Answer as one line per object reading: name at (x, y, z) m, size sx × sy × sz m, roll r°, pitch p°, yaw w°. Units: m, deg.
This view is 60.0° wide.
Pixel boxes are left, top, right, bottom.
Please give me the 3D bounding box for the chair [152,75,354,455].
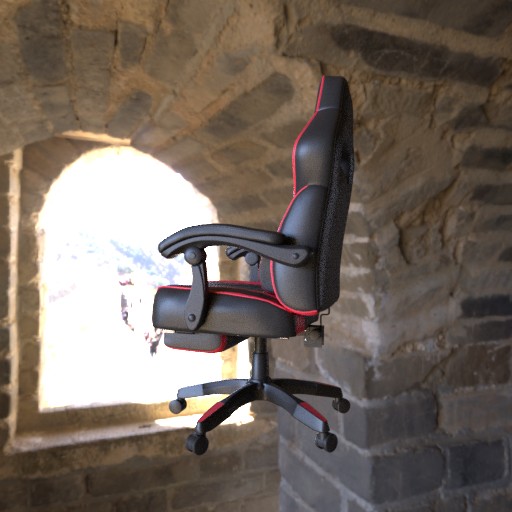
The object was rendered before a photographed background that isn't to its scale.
chair at (0.000, 0.000, 1.646) m, size 0.700 × 1.220 × 0.700 m, roll 0°, pitch -1°, yaw 17°
